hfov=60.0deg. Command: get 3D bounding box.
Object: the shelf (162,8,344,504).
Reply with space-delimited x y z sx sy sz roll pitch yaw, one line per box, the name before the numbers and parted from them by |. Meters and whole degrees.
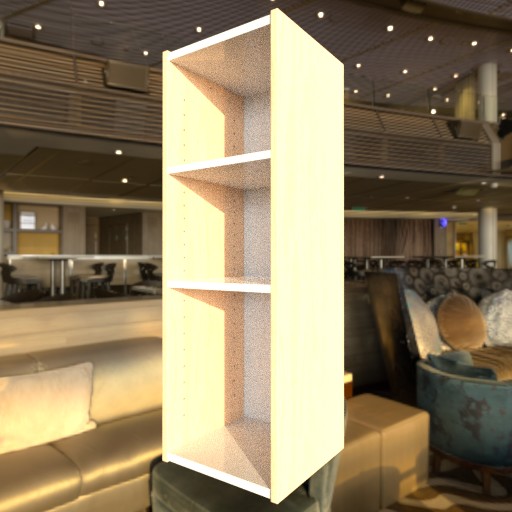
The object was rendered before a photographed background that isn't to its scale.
shelf | 0.000 0.000 1.009 0.300 0.900 0.290 0 0 35
